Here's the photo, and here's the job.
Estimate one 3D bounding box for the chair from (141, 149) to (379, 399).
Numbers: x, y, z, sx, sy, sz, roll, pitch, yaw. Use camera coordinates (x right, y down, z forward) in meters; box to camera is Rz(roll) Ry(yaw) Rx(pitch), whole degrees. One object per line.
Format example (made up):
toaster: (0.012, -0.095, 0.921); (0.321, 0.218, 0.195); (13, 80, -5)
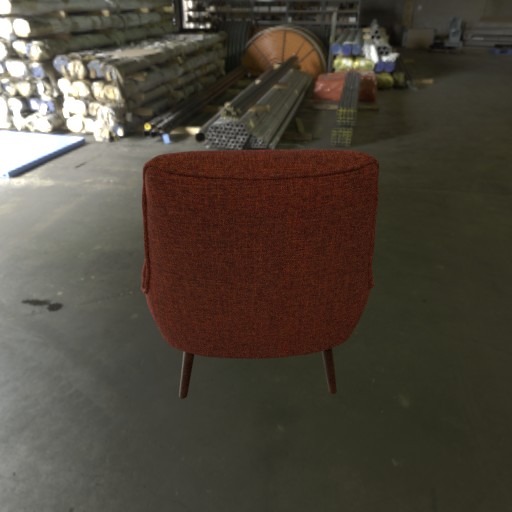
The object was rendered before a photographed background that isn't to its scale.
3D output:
chair: (0.000, 0.000, 1.499); (0.803, 0.911, 0.784); (-1, 30, -2)
